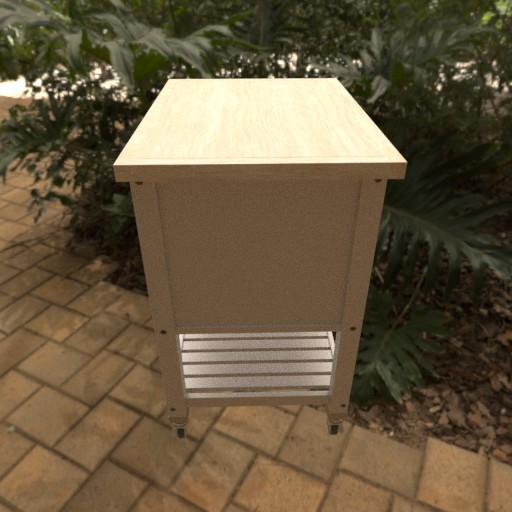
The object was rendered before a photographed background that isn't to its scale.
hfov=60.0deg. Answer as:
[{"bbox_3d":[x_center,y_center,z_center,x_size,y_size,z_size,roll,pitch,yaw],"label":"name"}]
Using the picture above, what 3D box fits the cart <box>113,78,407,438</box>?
[{"bbox_3d":[0.000,0.000,1.408,0.559,0.914,0.762,-1,33,-1],"label":"cart"}]
